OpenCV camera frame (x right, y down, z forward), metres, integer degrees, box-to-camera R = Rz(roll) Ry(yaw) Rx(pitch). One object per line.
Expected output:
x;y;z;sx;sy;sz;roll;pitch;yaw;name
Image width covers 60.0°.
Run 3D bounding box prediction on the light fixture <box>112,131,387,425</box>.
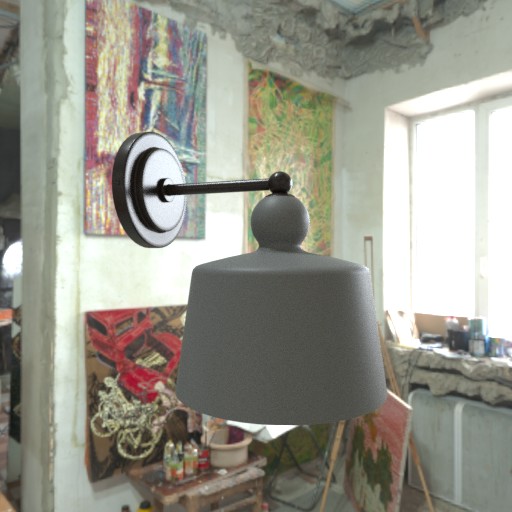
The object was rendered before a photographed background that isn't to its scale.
0.000;0.000;0.447;0.254;0.268;0.204;0;0;20;light fixture
